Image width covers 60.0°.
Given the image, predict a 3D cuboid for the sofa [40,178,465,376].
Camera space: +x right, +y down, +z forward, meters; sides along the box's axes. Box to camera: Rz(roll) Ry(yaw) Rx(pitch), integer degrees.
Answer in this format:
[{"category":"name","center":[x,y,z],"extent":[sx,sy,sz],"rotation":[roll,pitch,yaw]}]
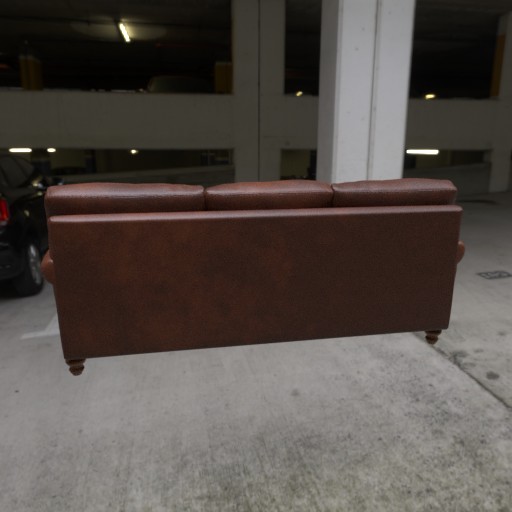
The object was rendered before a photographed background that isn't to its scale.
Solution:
[{"category":"sofa","center":[0.000,0.000,2.777],"extent":[2.351,0.977,0.973],"rotation":[-3,14,-10]}]
